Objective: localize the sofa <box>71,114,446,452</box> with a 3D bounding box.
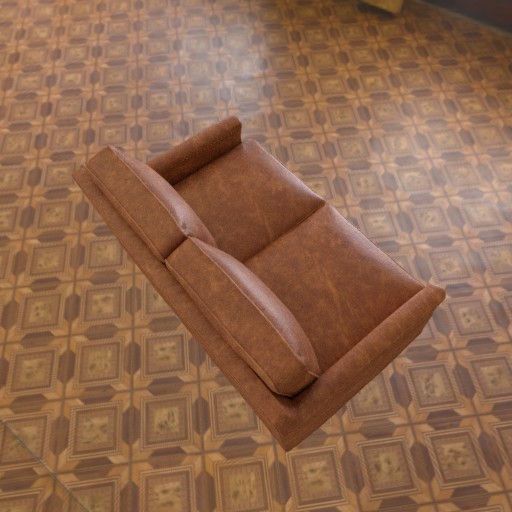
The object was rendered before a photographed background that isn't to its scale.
[{"bbox_3d":[0.000,0.000,2.279,1.084,1.003,1.597,-35,64,-20],"label":"sofa"}]
